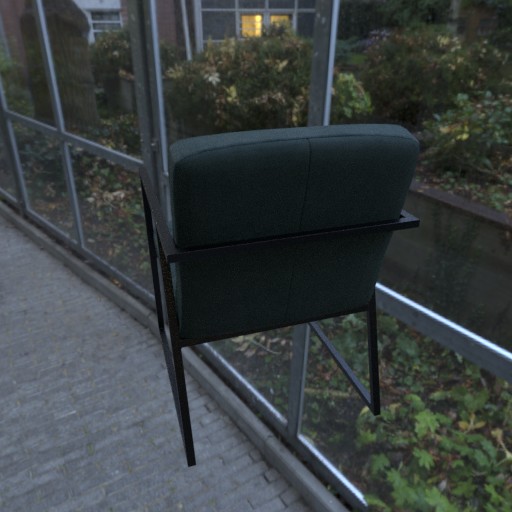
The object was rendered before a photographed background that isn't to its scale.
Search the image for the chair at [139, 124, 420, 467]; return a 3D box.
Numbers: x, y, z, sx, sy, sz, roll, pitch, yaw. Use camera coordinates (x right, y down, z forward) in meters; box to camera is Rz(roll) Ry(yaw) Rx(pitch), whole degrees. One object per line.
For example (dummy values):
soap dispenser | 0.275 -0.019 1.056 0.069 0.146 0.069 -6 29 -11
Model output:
chair | 0.000 0.000 1.292 0.571 0.833 0.677 -8 28 -16
